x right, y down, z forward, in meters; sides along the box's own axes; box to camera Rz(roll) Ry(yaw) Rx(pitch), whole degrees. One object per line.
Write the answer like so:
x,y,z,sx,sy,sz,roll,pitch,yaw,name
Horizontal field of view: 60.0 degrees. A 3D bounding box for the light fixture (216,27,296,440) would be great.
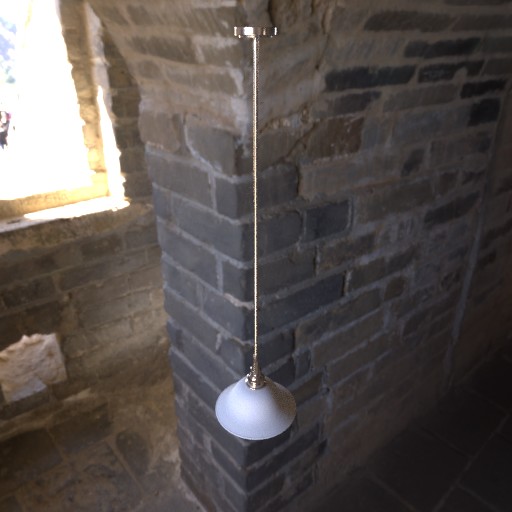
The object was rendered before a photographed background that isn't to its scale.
0.000,0.000,1.476,0.324,1.354,0.324,0,27,1,light fixture
